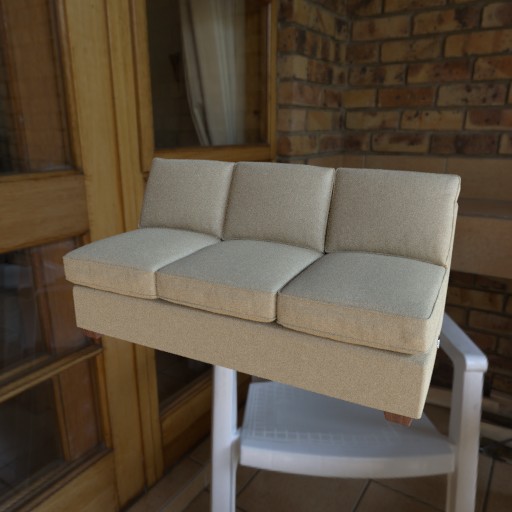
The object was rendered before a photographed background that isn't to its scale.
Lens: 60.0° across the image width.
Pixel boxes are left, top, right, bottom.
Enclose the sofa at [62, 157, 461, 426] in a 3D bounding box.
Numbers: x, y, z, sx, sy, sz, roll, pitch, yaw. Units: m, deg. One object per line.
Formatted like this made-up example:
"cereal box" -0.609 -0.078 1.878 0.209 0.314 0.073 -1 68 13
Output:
"sofa" 0.000 0.000 2.463 1.962 0.973 1.027 8 18 26
